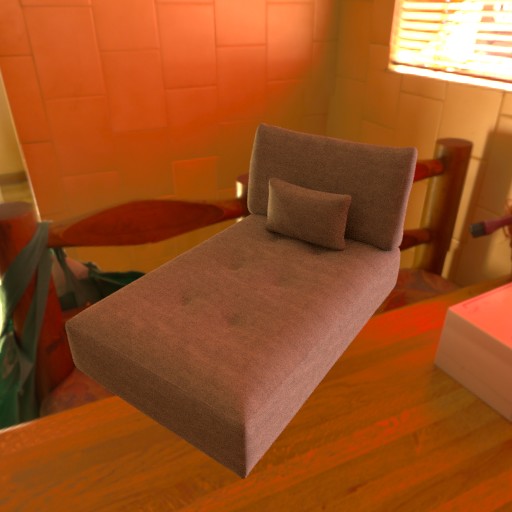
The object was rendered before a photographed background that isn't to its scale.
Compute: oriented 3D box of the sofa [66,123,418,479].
[{"bbox_3d":[0.000,0.000,1.999,0.930,0.820,1.450,19,34,30],"label":"sofa"}]
